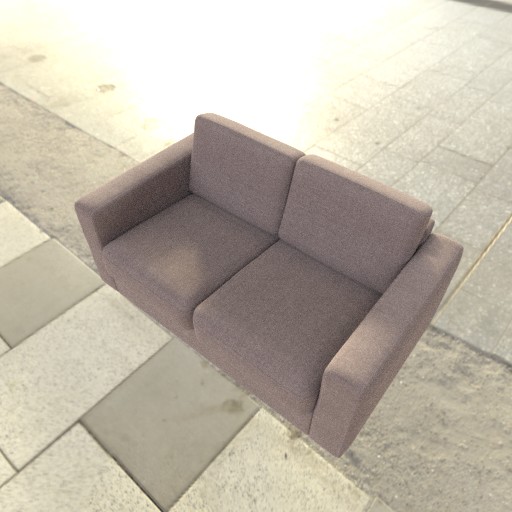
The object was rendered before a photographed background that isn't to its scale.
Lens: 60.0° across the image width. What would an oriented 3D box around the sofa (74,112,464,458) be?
[{"bbox_3d":[0.000,0.000,2.034,1.520,0.800,0.900,30,53,26],"label":"sofa"}]
